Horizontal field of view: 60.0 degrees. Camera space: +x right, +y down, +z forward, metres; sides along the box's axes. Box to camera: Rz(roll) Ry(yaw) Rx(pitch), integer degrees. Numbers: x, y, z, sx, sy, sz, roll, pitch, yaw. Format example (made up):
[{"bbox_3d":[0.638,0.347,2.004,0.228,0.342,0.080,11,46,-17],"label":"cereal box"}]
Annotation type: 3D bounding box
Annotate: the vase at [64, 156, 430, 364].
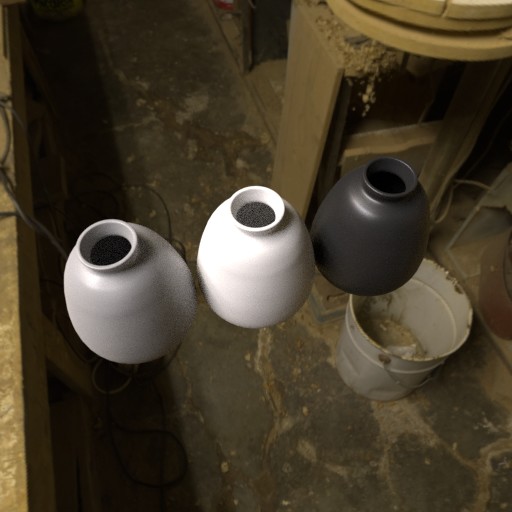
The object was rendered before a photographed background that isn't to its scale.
[{"bbox_3d":[0.000,0.000,0.351,0.297,0.122,0.097,-14,58,-9],"label":"vase"}]
